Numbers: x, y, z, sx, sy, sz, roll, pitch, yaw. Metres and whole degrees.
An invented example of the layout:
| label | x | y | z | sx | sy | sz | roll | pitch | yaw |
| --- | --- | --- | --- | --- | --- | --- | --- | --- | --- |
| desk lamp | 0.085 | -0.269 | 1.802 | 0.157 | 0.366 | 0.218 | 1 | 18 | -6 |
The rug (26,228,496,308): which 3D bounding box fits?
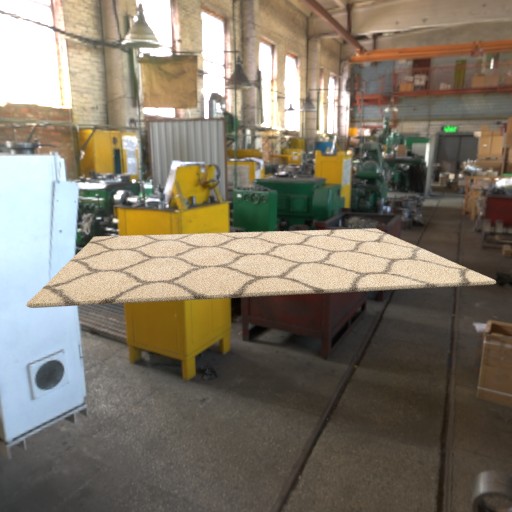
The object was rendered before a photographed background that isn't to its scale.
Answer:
| label | x | y | z | sx | sy | sz | roll | pitch | yaw |
| --- | --- | --- | --- | --- | --- | --- | --- | --- | --- |
| rug | 0.000 | 0.000 | 3.354 | 2.701 | 0.026 | 1.801 | -2 | 14 | -8 |
